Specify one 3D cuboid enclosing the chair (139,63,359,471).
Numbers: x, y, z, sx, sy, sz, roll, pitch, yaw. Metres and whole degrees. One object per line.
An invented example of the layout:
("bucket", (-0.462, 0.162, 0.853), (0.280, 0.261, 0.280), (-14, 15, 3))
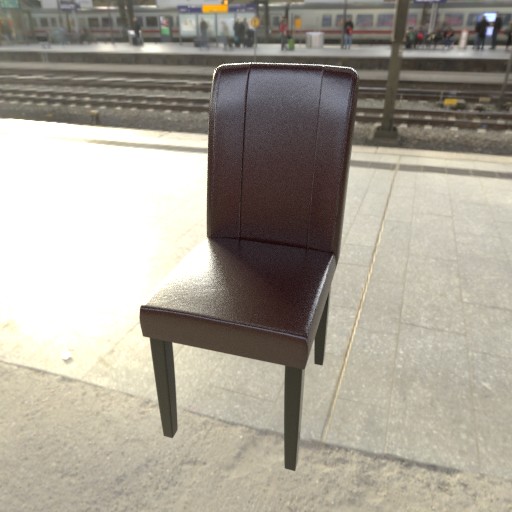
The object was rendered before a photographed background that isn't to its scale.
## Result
("chair", (0.000, 0.000, 1.164), (0.399, 0.897, 0.556), (8, 28, 15))
